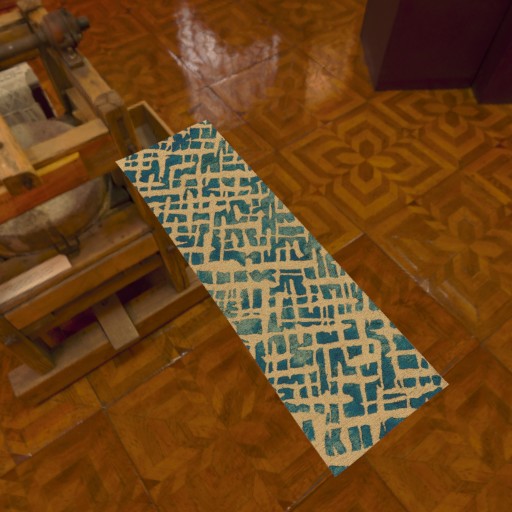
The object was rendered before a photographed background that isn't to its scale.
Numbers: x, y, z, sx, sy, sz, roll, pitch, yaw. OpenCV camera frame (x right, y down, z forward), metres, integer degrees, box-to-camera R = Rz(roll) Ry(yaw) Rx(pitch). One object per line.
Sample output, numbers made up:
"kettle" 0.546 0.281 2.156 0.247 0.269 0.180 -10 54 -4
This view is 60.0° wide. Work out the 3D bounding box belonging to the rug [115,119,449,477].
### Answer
"rug" 0.000 0.000 2.734 0.768 0.011 2.446 -30 63 -17
